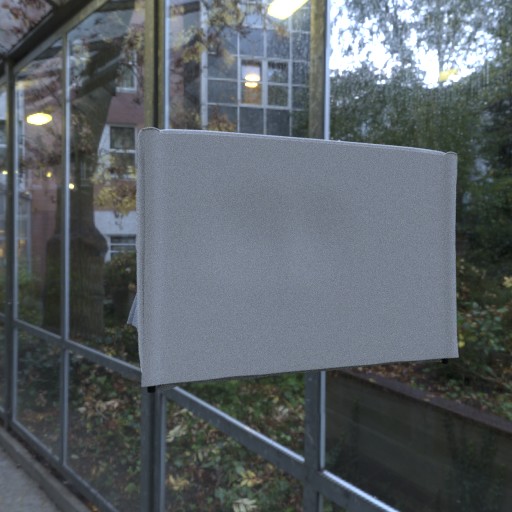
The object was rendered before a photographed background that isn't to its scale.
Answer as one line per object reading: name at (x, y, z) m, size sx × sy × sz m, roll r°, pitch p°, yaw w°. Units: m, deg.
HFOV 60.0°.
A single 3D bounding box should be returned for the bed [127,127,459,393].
bed at (0.000, 0.000, 3.517) m, size 1.925 × 1.332 × 2.276 m, roll 0°, pitch 1°, yaw -18°
